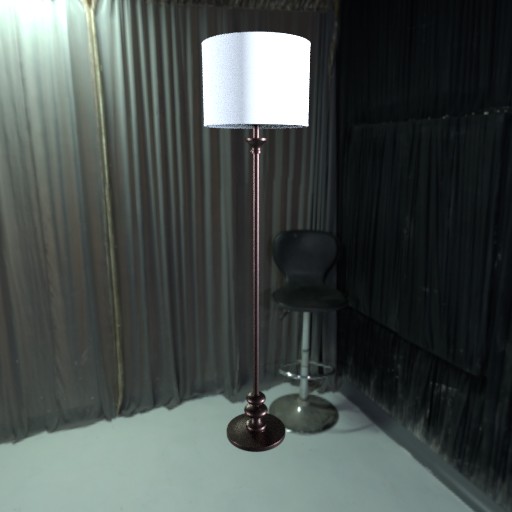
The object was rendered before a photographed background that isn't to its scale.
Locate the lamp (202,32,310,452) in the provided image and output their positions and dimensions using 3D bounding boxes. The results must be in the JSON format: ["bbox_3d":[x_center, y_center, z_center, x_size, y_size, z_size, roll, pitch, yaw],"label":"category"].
[{"bbox_3d":[0.000,0.000,1.637,0.356,1.487,0.356,-7,15,-26],"label":"lamp"}]
